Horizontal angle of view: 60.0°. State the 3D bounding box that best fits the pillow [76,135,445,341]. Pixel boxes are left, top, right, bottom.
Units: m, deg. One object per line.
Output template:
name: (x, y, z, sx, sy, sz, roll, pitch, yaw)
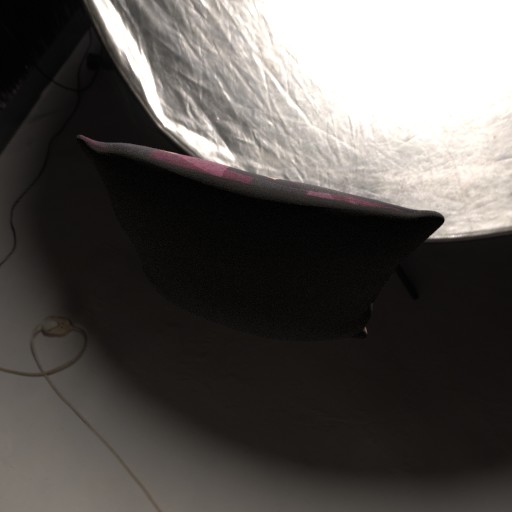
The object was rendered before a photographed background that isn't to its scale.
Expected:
pillow: (0.000, 0.000, 0.783, 0.503, 0.496, 0.208, 14, 64, 7)
